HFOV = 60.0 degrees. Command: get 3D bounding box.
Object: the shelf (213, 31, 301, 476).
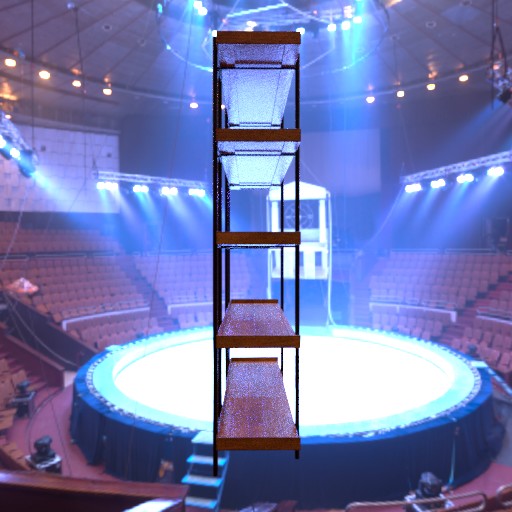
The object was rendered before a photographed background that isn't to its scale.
[{"bbox_3d":[0.000,0.000,2.456,0.379,1.826,1.371,0,1,-1],"label":"shelf"}]
